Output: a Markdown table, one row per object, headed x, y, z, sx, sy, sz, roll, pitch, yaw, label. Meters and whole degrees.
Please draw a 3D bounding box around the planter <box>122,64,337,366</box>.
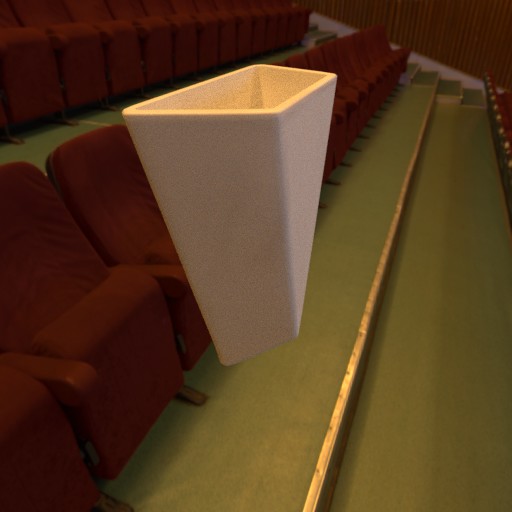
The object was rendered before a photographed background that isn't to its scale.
| x | y | z | sx | sy | sz | roll | pitch | yaw | label |
| --- | --- | --- | --- | --- | --- | --- | --- | --- | --- |
| 0.000 | 0.000 | 0.271 | 0.060 | 0.197 | 0.150 | 11 | 32 | 18 | planter |
